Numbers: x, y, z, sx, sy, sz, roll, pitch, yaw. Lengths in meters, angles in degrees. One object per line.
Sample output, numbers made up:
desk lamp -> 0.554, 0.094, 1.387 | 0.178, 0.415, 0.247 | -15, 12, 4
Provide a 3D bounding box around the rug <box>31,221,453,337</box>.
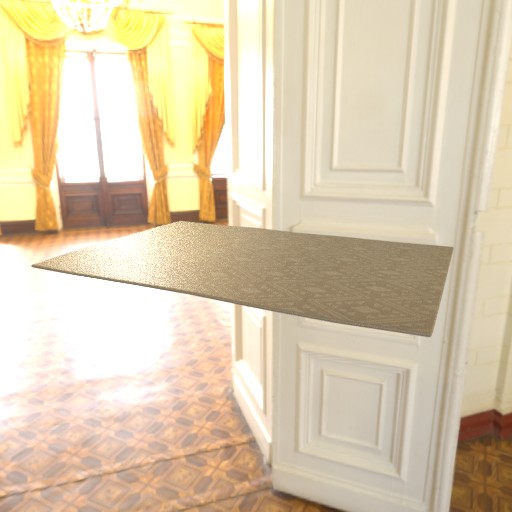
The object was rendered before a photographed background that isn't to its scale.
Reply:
rug -> 0.000, 0.000, 2.307 | 1.829, 0.034, 1.252 | 7, 17, 25
